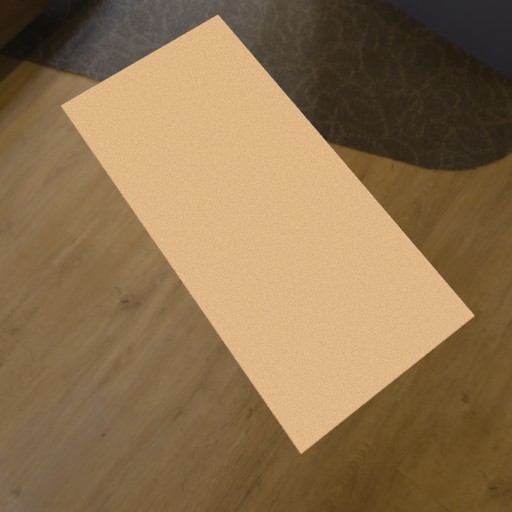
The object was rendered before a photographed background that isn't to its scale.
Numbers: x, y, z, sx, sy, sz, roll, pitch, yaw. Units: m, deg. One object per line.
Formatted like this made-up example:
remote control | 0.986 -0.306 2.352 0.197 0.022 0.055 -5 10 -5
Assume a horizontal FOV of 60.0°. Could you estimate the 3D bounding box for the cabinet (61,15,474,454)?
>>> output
cabinet | 0.000 0.000 1.205 0.398 0.761 0.800 -35 77 -9
